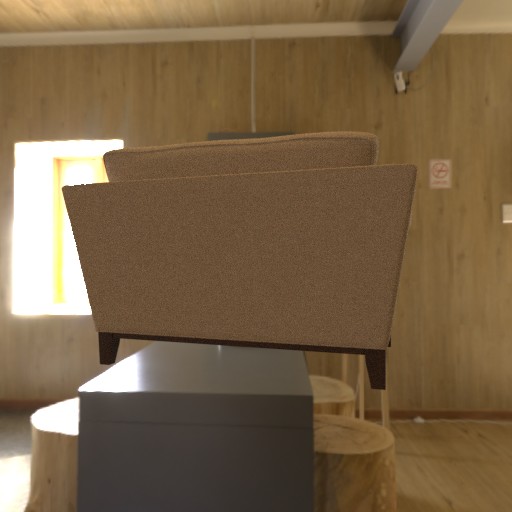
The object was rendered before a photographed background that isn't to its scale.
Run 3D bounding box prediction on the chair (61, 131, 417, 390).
[{"bbox_3d":[0.000,0.000,2.079,1.397,0.940,0.965,0,0,18],"label":"chair"}]
